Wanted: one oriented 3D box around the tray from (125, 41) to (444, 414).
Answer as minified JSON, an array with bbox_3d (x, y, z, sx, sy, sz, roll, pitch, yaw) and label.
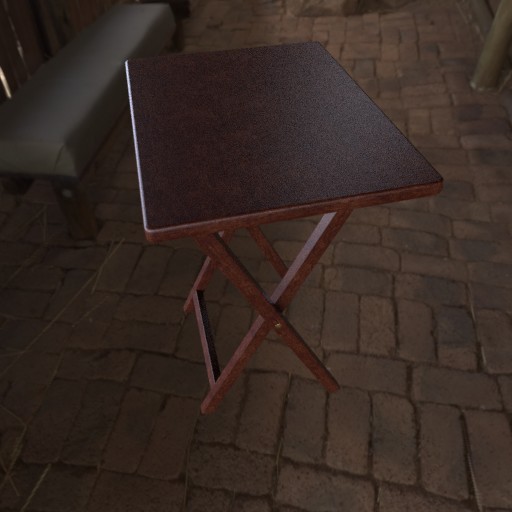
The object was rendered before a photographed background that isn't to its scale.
[{"bbox_3d":[0.000,0.000,0.928,0.381,0.660,0.483,-10,47,-10],"label":"tray"}]
